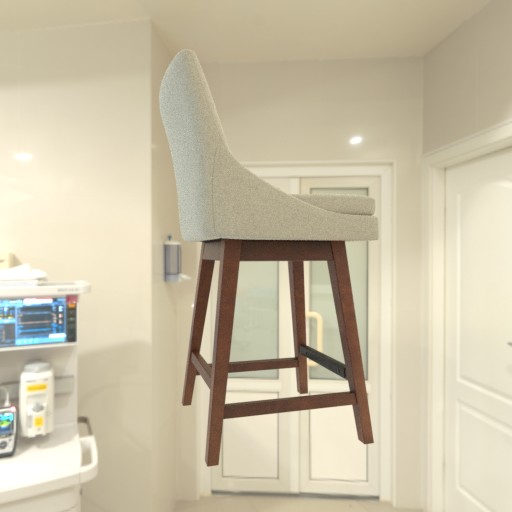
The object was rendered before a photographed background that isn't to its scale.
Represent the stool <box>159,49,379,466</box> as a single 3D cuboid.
[{"bbox_3d":[0.000,0.000,1.319,0.559,0.991,0.469,0,0,-17],"label":"stool"}]
